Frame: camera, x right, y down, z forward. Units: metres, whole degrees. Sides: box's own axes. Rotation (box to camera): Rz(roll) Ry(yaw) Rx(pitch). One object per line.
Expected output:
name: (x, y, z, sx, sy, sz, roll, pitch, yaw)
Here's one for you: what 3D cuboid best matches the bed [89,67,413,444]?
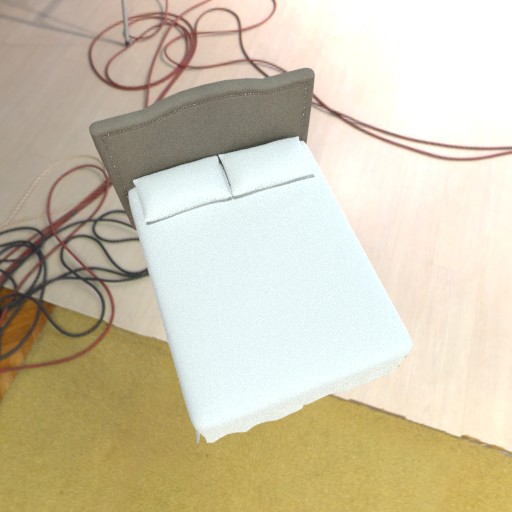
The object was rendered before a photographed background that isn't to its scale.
bed: (0.000, 0.000, 3.297, 1.744, 1.441, 2.128, -18, 64, -9)
